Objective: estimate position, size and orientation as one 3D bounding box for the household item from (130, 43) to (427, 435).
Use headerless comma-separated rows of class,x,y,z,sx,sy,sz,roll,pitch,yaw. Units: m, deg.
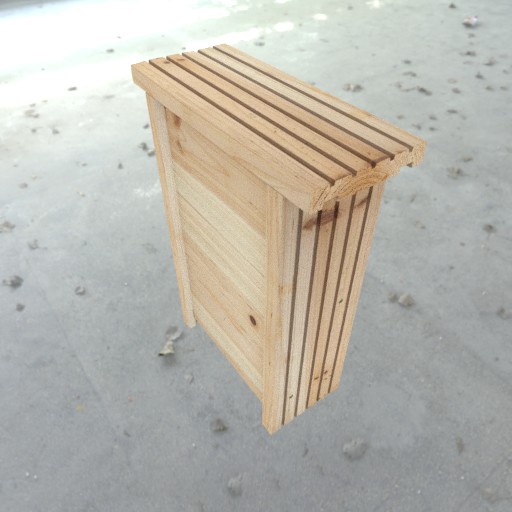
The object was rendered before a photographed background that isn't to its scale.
household item,0.000,0.000,0.555,0.123,0.407,0.301,-26,48,-25
